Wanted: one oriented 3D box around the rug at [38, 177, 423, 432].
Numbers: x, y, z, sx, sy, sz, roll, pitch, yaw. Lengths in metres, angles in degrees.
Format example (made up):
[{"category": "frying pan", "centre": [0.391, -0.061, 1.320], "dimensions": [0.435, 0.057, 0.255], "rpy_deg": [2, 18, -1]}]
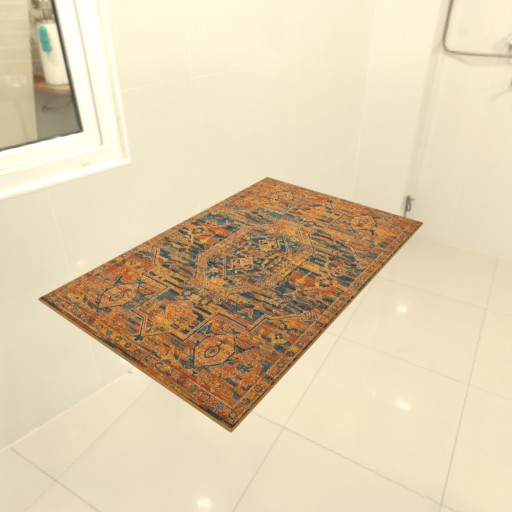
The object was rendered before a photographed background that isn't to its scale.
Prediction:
[{"category": "rug", "centre": [0.000, 0.000, 1.127], "dimensions": [0.557, 0.008, 0.863], "rpy_deg": [22, 39, 31]}]
